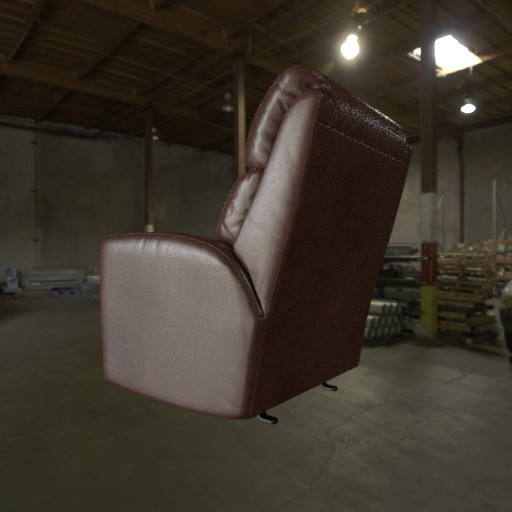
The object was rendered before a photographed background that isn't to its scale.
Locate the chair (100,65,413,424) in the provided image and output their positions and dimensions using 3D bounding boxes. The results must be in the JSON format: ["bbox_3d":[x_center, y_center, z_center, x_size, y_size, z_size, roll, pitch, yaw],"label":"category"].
[{"bbox_3d":[0.000,0.000,1.643,0.939,1.016,0.787,0,0,37],"label":"chair"}]
